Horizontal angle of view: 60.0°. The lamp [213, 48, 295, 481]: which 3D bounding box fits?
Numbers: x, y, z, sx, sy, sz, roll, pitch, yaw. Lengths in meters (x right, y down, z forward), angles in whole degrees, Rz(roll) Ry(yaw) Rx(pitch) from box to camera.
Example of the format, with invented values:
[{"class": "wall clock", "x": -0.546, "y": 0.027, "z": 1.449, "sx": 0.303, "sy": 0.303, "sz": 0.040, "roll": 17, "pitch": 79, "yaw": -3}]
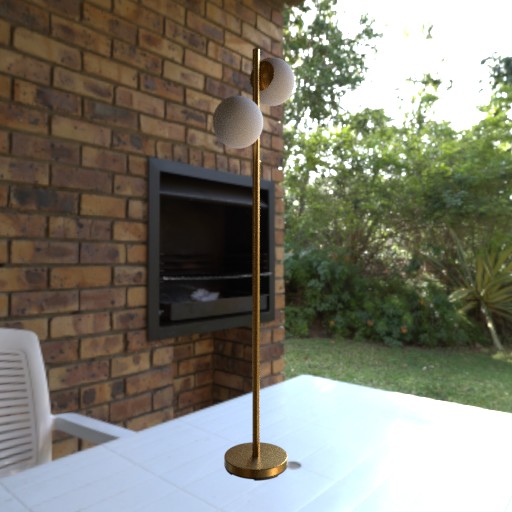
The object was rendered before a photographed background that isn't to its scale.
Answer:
[{"class": "lamp", "x": 0.000, "y": 0.000, "z": 1.746, "sx": 0.249, "sy": 1.641, "sz": 0.419, "roll": -1, "pitch": -1, "yaw": 36}]
